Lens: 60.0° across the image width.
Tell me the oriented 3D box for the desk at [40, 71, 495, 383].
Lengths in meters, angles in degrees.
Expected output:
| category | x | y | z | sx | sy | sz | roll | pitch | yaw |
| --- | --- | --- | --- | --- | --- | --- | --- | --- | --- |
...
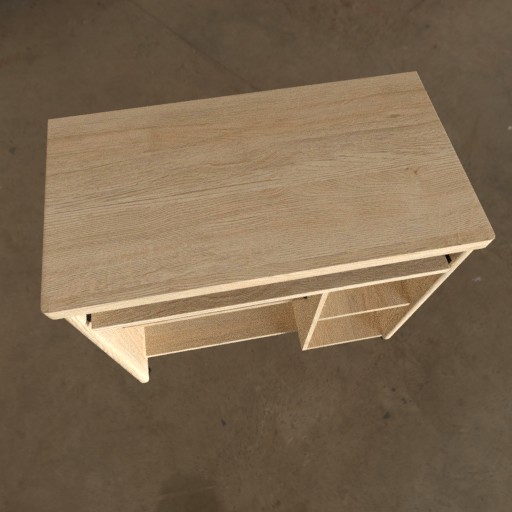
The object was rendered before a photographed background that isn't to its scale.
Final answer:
| category | x | y | z | sx | sy | sz | roll | pitch | yaw |
| --- | --- | --- | --- | --- | --- | --- | --- | --- | --- |
| desk | 0.000 | 0.000 | 1.290 | 0.885 | 0.770 | 0.480 | -9 | 64 | -5 |
